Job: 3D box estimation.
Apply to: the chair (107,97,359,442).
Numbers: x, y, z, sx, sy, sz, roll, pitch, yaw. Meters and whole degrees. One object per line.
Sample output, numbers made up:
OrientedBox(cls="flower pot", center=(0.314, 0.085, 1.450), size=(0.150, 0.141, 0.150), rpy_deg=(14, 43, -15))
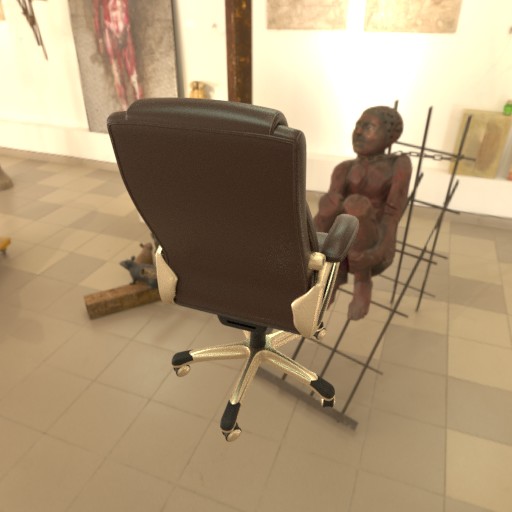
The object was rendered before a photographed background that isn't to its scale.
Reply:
OrientedBox(cls="chair", center=(0.000, 0.000, 1.578), size=(0.692, 1.194, 0.749), rpy_deg=(11, 33, 18))
